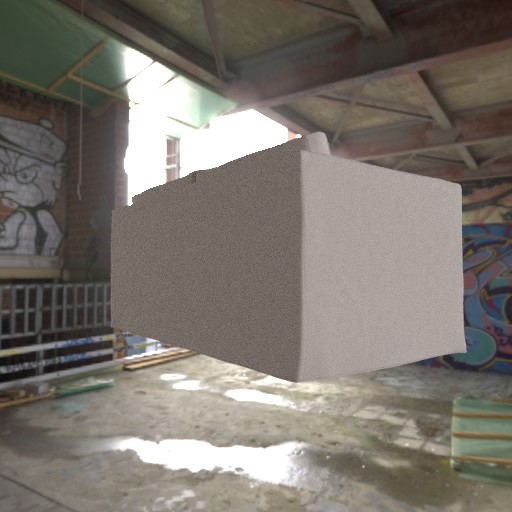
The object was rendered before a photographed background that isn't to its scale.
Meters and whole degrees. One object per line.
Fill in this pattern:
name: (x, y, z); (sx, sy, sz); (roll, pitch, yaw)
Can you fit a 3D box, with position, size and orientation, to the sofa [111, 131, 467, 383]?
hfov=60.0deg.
sofa: (0.000, 0.000, 2.291); (0.962, 0.834, 1.746); (1, -2, -37)
